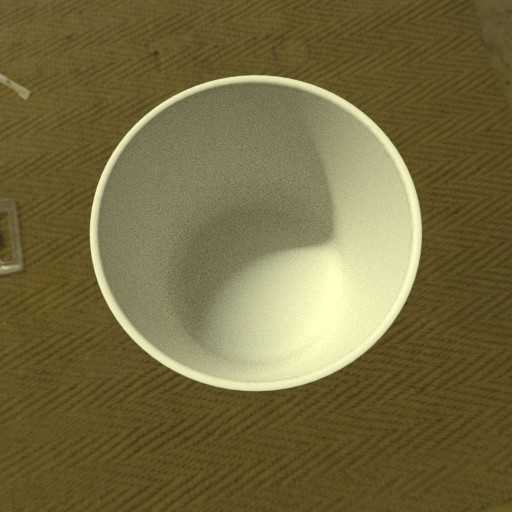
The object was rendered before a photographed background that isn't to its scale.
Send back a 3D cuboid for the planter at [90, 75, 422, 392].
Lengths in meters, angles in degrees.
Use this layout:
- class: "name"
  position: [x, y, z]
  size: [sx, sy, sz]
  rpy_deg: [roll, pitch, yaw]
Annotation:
- class: "planter"
  position: [0.000, 0.000, 0.780]
  size: [0.440, 0.398, 0.440]
  rpy_deg: [0, 76, 0]
